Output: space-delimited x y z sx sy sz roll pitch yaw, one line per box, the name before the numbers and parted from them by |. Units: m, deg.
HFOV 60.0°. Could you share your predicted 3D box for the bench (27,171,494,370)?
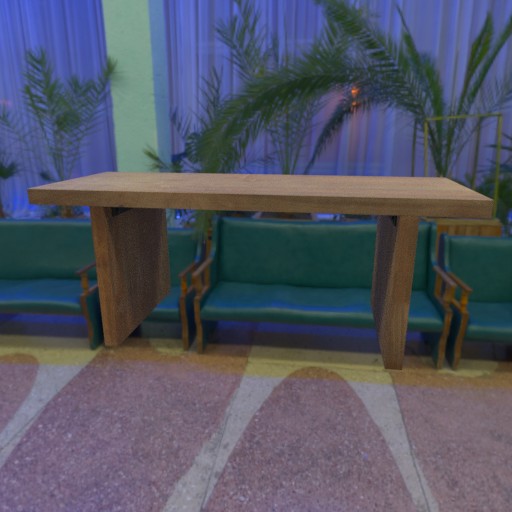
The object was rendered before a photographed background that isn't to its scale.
bench | 0.000 0.000 1.391 1.183 0.458 0.458 3 17 9
